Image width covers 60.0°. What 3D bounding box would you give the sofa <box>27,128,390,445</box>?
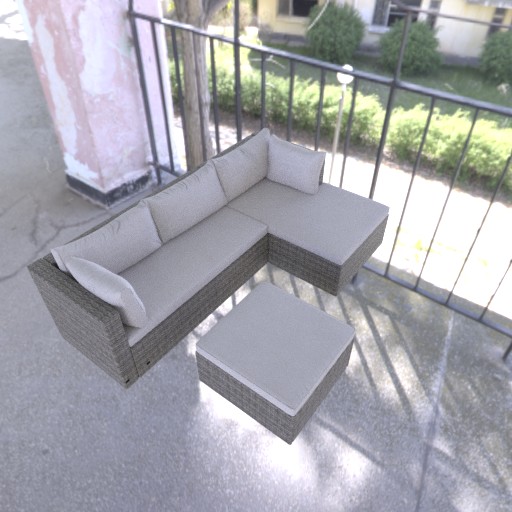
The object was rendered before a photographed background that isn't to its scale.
[{"bbox_3d":[0.000,0.000,2.985,1.662,0.766,2.192,27,48,27],"label":"sofa"}]
